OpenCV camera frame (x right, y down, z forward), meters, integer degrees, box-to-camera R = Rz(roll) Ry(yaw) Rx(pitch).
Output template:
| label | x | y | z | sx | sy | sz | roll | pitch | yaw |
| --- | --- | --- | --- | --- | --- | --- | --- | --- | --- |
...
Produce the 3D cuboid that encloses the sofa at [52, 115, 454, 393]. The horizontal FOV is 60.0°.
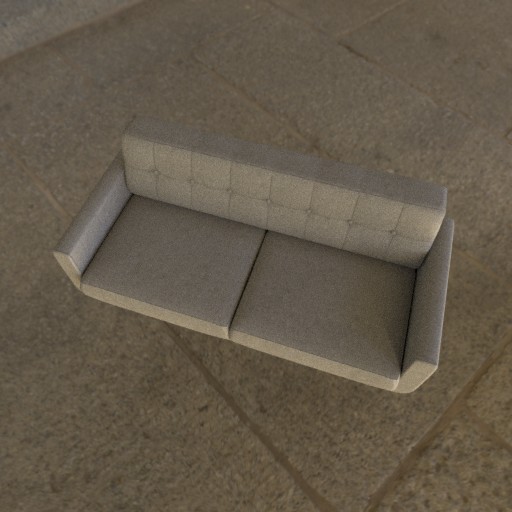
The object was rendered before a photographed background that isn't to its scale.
| label | x | y | z | sx | sy | sz | roll | pitch | yaw |
| --- | --- | --- | --- | --- | --- | --- | --- | --- | --- |
| sofa | 0.000 | 0.000 | 2.565 | 2.055 | 0.873 | 0.968 | 16 | 59 | 10 |
